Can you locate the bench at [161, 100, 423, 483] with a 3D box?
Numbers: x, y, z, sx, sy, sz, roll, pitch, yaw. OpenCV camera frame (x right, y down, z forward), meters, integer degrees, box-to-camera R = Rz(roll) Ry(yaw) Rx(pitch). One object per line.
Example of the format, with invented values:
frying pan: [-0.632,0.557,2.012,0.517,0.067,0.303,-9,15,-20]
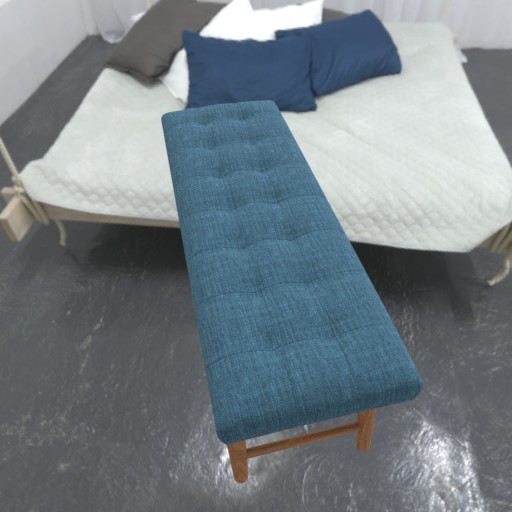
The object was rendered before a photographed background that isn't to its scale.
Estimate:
bench: [0.000,0.000,1.306,0.406,0.432,1.118,-10,48,-9]
